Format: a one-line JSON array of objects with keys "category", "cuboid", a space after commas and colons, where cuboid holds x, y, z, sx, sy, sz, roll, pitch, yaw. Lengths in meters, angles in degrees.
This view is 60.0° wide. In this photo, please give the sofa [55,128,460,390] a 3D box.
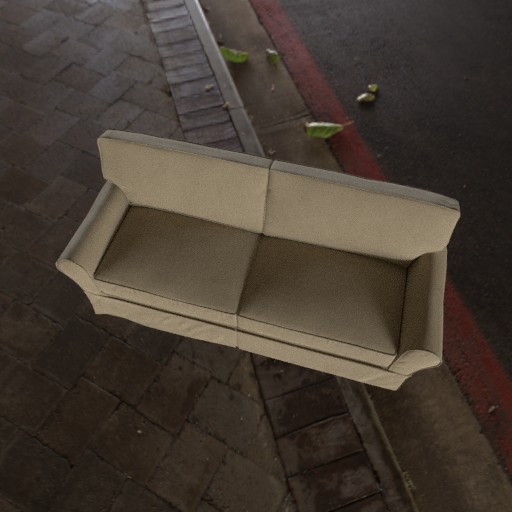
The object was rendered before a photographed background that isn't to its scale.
[{"category": "sofa", "cuboid": [0.000, 0.000, 2.729, 2.246, 1.014, 0.900, 13, 59, 8]}]
